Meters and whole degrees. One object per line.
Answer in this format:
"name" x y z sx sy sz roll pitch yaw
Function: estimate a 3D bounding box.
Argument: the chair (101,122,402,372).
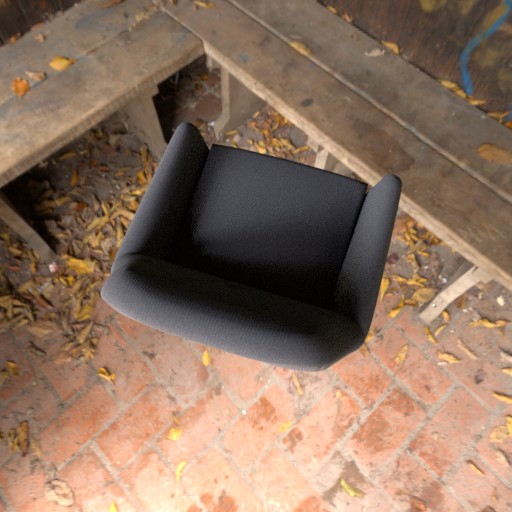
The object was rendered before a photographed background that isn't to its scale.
"chair" 0.000 0.000 1.422 0.770 0.800 0.779 16 67 7
